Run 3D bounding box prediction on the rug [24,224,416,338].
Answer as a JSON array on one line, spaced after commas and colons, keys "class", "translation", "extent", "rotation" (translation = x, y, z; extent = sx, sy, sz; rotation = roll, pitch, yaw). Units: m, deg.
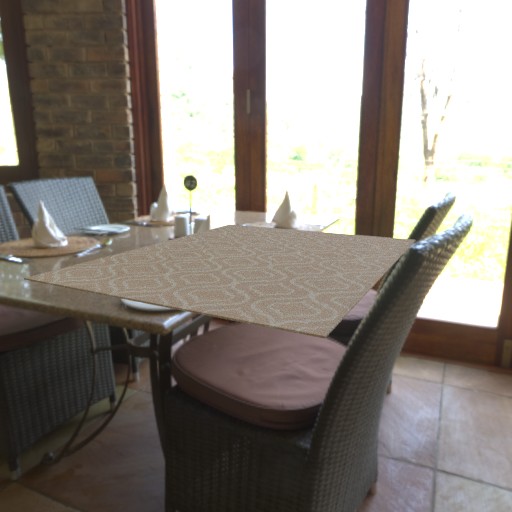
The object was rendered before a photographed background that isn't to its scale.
[{"class": "rug", "translation": [0.000, 0.000, 3.944], "extent": [2.286, 0.013, 2.894], "rotation": [7, 14, 27]}]
